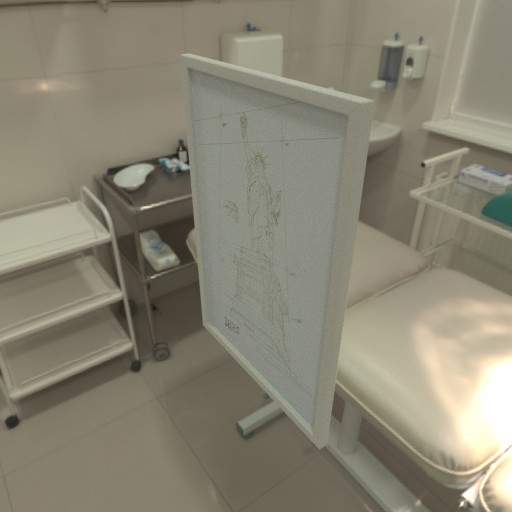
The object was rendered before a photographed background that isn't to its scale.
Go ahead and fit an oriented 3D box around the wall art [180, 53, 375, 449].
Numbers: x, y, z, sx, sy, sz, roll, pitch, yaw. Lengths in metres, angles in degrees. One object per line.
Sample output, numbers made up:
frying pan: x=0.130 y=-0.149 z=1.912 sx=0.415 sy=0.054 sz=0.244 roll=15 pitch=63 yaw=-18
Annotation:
wall art: x=0.000 y=0.000 z=1.520 sx=0.038 sy=1.183 sz=0.808 roll=-21 pitch=38 yaw=-30
